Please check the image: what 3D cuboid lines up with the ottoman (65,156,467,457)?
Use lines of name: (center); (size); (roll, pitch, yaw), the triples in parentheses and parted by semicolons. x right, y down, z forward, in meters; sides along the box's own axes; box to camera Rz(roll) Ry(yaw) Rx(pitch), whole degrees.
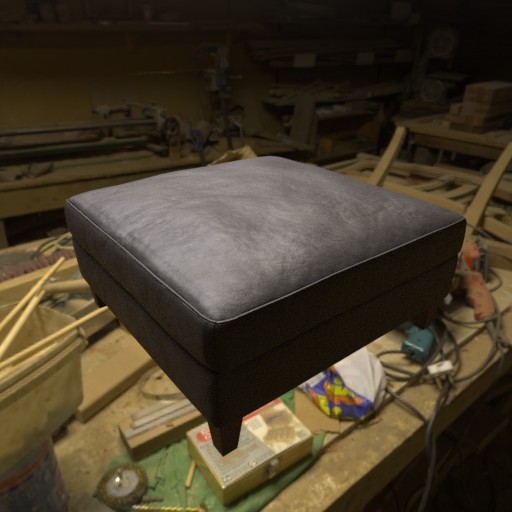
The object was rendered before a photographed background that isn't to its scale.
ottoman: (0.000, 0.000, 1.306); (0.844, 0.415, 0.836); (-19, 33, -33)
